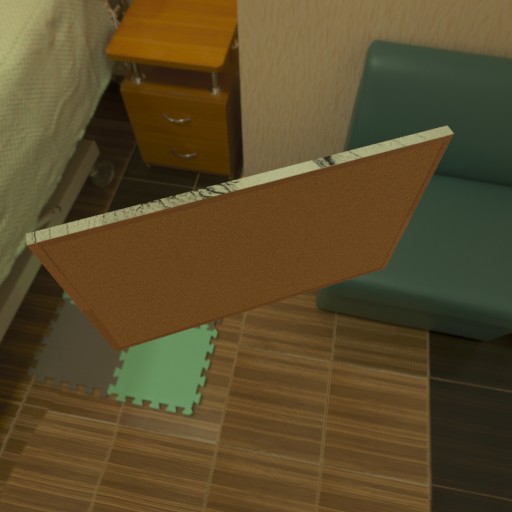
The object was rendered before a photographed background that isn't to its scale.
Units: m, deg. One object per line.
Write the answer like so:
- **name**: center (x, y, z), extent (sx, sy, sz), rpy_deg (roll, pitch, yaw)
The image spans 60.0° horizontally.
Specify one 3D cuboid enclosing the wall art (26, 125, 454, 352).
- **wall art**: center (0.000, 0.000, 1.462), extent (1.141, 0.758, 0.035), rpy_deg (-16, 60, -9)
